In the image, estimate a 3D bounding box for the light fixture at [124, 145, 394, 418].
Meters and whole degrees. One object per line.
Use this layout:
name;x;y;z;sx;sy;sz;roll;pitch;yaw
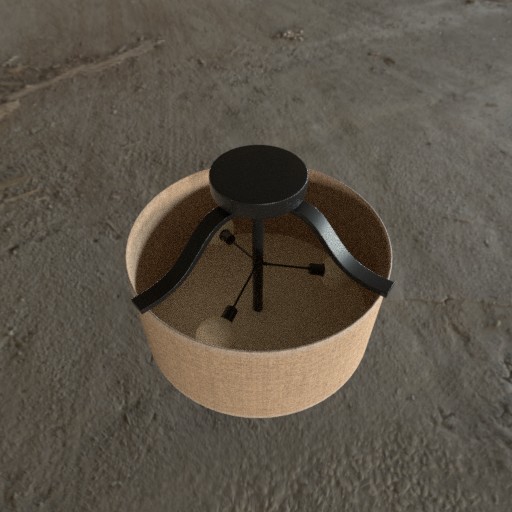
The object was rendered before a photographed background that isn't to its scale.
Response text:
light fixture;0.000;0.000;0.669;0.390;0.306;0.390;0;47;0
